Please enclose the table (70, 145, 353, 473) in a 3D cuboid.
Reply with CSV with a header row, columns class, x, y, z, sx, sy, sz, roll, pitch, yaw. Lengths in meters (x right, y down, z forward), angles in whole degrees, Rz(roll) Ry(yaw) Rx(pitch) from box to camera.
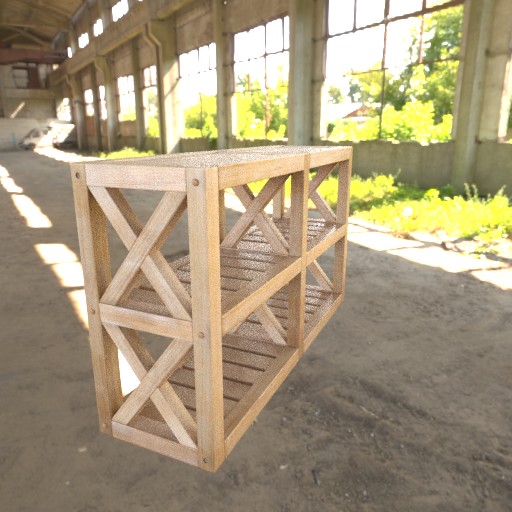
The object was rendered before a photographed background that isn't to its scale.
class,x,y,z,sx,sy,sz,roll,pitch,yaw
table,0.000,0.000,1.663,0.381,0.762,1.320,7,17,24
